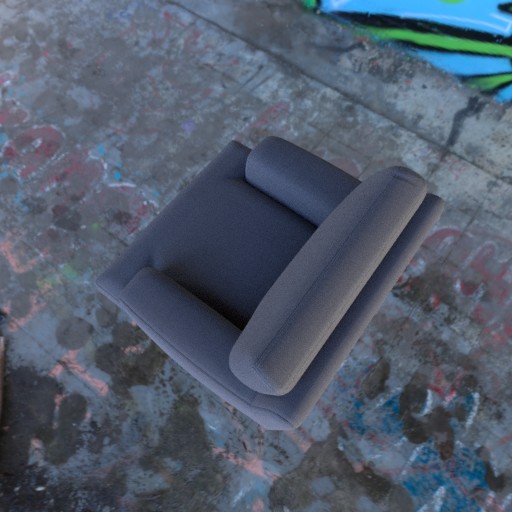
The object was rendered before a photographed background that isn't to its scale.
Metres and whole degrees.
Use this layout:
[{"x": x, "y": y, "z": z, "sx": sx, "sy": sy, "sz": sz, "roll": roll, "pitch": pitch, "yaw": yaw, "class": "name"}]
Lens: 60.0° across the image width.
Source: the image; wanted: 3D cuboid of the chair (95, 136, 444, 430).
[{"x": 0.000, "y": 0.000, "z": 2.047, "sx": 1.143, "sy": 0.940, "sz": 1.168, "roll": 34, "pitch": 70, "yaw": 15, "class": "chair"}]
